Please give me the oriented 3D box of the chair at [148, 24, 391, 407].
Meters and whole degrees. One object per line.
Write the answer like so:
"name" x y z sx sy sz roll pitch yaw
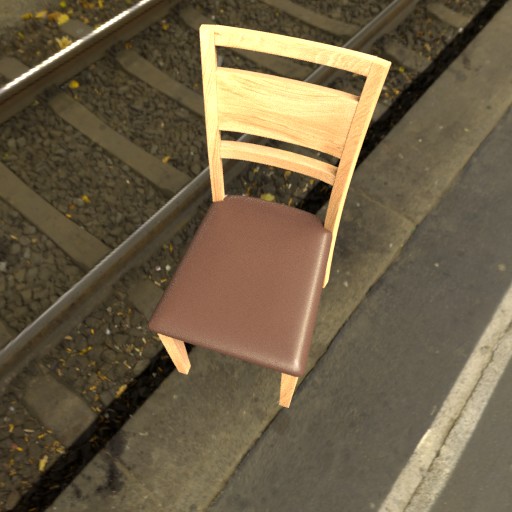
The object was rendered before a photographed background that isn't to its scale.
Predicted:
"chair" 0.000 0.000 1.187 0.420 0.940 0.545 16 61 9
